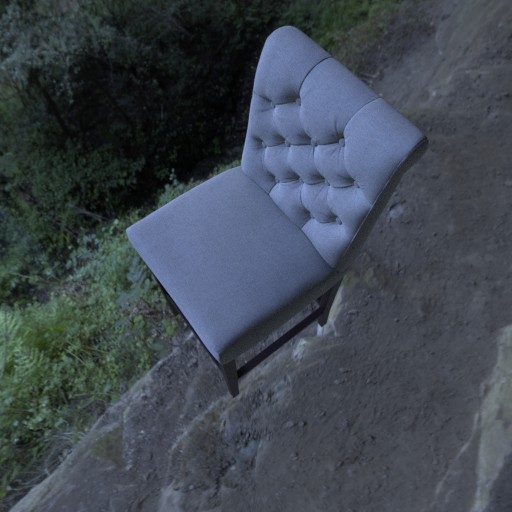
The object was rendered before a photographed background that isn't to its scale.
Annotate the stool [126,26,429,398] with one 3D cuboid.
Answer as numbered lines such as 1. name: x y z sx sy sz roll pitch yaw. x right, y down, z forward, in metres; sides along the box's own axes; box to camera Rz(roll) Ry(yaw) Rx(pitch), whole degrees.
1. stool: 0.000 0.000 1.413 0.601 1.140 0.493 -35 69 -16
